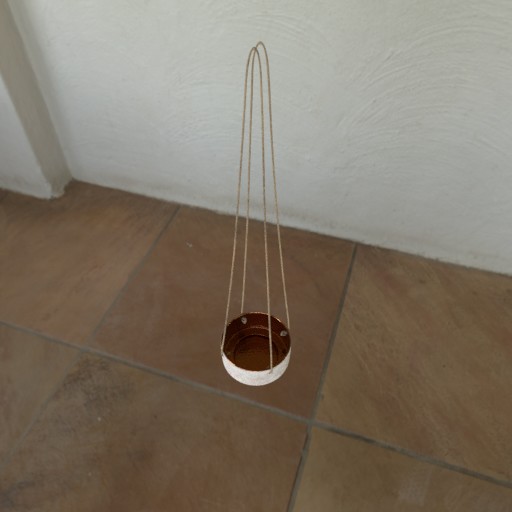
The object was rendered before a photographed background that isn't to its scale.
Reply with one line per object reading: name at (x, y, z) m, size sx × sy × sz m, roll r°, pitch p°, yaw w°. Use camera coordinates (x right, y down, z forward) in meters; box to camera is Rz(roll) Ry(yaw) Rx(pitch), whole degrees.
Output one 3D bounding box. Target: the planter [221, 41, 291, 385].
planter at (0.000, 0.000, 1.115) m, size 0.223 × 1.030 × 0.223 m, roll 16°, pitch 49°, yaw 15°
